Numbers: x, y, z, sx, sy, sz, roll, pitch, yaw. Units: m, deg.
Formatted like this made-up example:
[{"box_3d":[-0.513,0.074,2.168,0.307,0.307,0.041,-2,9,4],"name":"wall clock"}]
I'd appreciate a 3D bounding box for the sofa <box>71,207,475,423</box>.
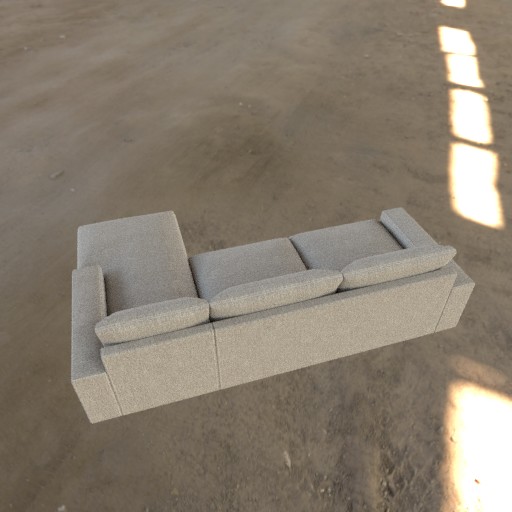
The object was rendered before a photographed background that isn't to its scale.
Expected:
[{"box_3d":[0.000,0.000,3.485,2.718,0.813,1.689,-11,42,-13],"name":"sofa"}]
